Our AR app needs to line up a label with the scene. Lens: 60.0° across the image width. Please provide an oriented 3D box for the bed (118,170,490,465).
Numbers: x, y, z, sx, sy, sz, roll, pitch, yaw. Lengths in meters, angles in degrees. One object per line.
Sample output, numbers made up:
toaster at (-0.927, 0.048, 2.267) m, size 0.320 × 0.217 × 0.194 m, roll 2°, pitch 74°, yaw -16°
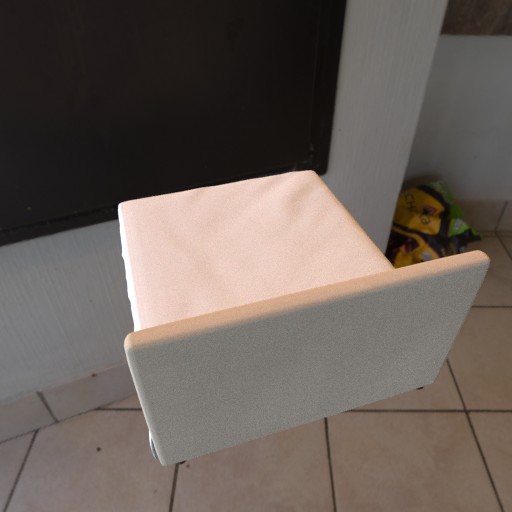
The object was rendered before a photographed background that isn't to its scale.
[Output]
bed at (0.000, 0.000, 3.489) m, size 2.119 × 1.317 × 2.319 m, roll -12°, pitch 42°, yaw -13°
